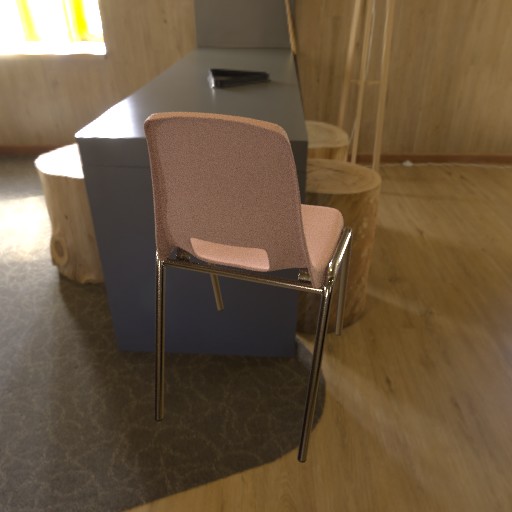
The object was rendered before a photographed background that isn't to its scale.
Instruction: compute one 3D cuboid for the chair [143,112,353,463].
[{"bbox_3d":[0.000,0.000,0.960,0.381,0.704,0.436,10,33,15],"label":"chair"}]
